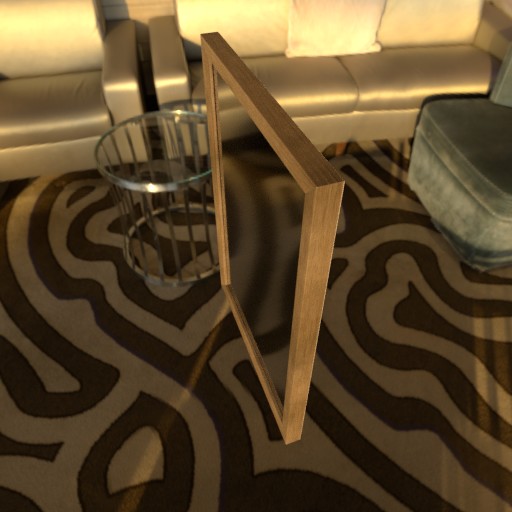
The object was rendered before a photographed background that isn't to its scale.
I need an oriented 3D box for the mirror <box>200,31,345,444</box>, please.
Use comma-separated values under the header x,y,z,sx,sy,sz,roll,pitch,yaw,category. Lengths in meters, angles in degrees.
x,y,z,sx,sy,sz,roll,pitch,yaw,category
0.000,0.000,0.916,0.040,0.710,0.507,-14,47,-14,mirror
